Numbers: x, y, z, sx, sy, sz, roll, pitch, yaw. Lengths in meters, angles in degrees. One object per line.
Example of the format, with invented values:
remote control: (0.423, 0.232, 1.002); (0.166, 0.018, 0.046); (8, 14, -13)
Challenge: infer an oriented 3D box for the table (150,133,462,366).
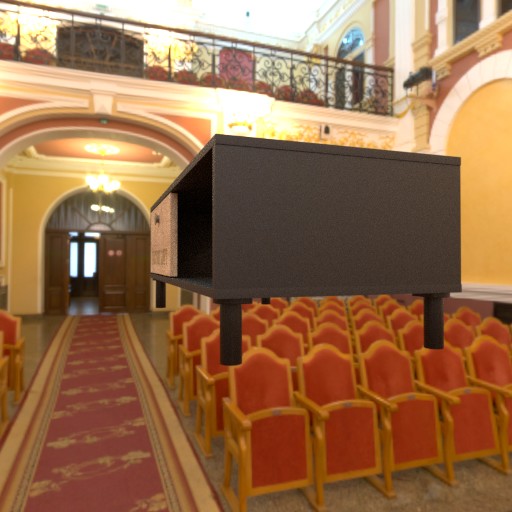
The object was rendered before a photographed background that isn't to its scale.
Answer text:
table: (0.000, 0.000, 1.355); (0.550, 0.400, 1.100); (0, -1, -19)
